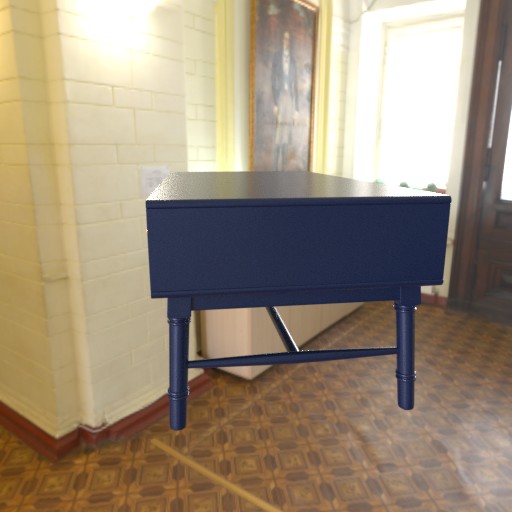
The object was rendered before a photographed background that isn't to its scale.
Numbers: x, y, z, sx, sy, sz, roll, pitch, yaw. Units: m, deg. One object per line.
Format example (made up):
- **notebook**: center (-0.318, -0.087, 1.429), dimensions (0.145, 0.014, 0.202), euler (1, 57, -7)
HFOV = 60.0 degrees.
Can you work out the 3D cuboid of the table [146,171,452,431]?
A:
- **table**: center (0.000, 0.000, 1.339), dimensions (0.572, 0.457, 1.067), euler (-2, 13, -8)
